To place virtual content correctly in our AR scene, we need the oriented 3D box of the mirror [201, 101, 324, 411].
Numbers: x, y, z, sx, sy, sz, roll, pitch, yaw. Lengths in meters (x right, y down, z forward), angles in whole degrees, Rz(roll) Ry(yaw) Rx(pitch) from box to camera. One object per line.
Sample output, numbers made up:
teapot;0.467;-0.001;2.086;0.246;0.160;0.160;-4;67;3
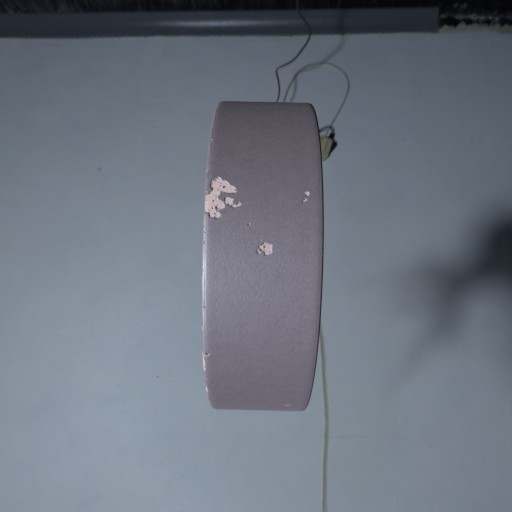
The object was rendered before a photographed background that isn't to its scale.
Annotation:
mirror;0.000;0.000;0.587;0.126;0.386;0.386;1;74;0
